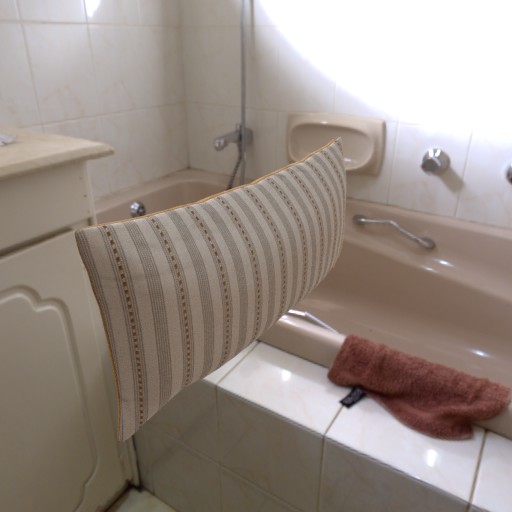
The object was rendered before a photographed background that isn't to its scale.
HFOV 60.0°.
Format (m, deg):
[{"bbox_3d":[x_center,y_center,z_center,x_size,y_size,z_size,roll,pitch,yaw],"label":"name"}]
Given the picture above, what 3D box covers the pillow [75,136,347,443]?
[{"bbox_3d":[0.000,0.000,0.723,0.151,0.291,0.608,17,31,31],"label":"pillow"}]
